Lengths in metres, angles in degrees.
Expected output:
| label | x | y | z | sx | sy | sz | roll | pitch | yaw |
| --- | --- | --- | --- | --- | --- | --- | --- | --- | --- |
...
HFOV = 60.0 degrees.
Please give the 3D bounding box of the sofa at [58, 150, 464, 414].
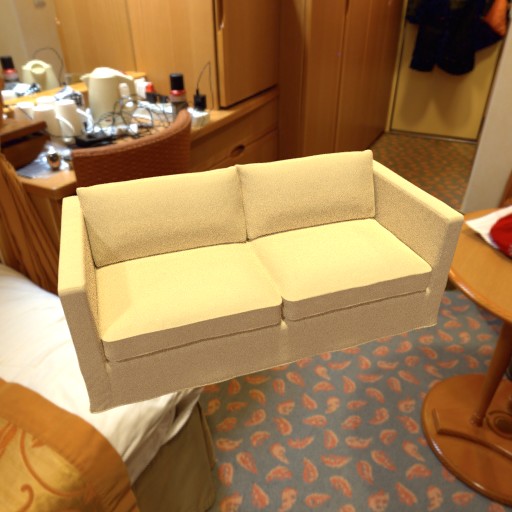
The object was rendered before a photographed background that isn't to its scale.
| label | x | y | z | sx | sy | sz | roll | pitch | yaw |
| --- | --- | --- | --- | --- | --- | --- | --- | --- | --- |
| sofa | 0.000 | 0.000 | 2.510 | 1.987 | 0.870 | 0.940 | -10 | 34 | -16 |
